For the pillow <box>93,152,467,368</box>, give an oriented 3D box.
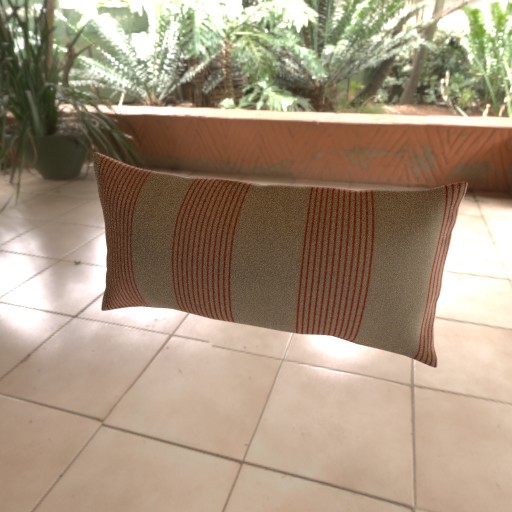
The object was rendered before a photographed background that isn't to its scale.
[{"bbox_3d":[0.000,0.000,0.733,0.608,0.292,0.156,7,27,15],"label":"pillow"}]
